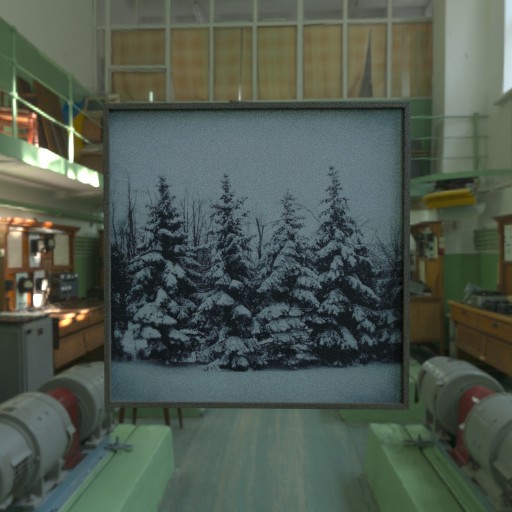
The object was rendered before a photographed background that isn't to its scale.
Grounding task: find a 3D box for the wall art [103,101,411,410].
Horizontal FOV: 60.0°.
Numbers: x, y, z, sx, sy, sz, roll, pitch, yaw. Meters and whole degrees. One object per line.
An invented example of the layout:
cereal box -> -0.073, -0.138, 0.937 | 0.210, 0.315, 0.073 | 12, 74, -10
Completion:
wall art -> 0.000, 0.000, 0.753 | 0.507, 0.507, 0.037 | 0, 1, 1
